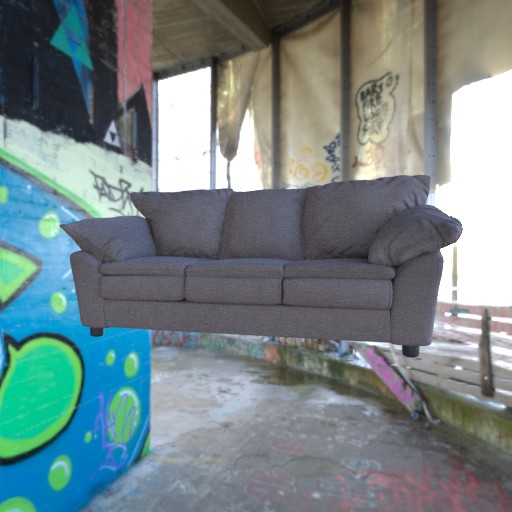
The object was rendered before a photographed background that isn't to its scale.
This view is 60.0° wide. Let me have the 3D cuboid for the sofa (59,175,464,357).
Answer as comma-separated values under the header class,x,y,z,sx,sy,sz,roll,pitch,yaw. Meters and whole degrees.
class,x,y,z,sx,sy,sz,roll,pitch,yaw
sofa,0.000,0.000,2.887,2.390,1.043,0.927,0,0,18
